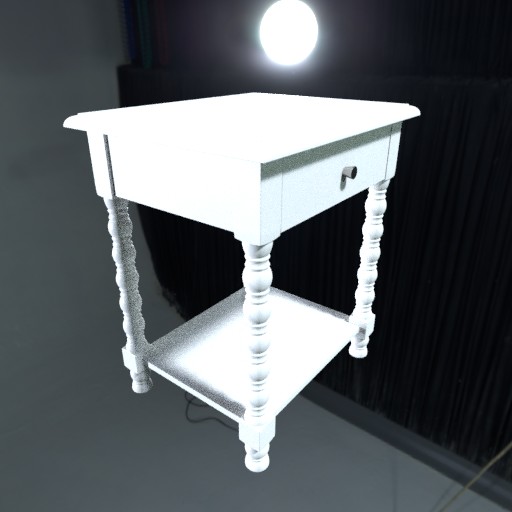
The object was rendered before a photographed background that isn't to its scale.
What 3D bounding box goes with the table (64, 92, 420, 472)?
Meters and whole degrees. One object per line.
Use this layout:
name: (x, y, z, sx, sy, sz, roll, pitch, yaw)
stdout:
table: (0.000, 0.000, 0.834, 0.381, 0.531, 0.460, 18, 31, 34)
